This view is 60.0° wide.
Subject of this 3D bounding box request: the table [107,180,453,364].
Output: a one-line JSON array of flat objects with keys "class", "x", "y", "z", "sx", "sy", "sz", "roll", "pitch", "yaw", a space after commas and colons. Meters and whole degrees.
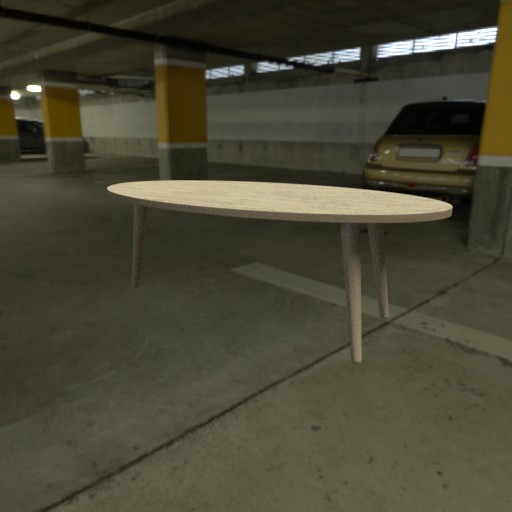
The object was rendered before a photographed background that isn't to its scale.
[{"class": "table", "x": 0.000, "y": 0.000, "z": 1.376, "sx": 1.083, "sy": 0.390, "sz": 0.542, "roll": 8, "pitch": 18, "yaw": 27}]
